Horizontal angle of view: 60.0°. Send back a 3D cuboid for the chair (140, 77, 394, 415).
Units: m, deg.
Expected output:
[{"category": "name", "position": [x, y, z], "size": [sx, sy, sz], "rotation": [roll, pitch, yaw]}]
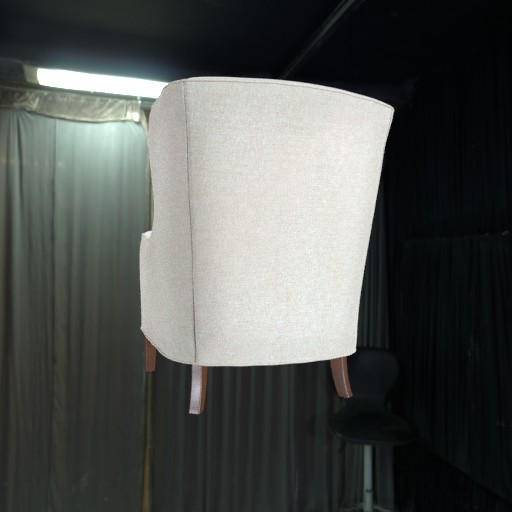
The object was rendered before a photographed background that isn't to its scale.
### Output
[{"category": "chair", "position": [0.000, 0.000, 1.736], "size": [0.838, 1.040, 0.966], "rotation": [0, -1, -19]}]
